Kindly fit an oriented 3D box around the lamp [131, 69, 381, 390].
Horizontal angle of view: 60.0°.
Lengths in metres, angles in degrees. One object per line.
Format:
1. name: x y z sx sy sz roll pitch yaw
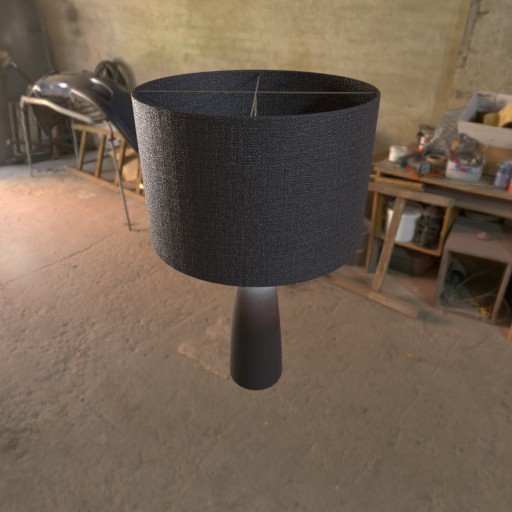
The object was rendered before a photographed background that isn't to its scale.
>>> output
1. lamp: 0.000 0.000 0.677 0.303 0.488 0.303 0 31 0
